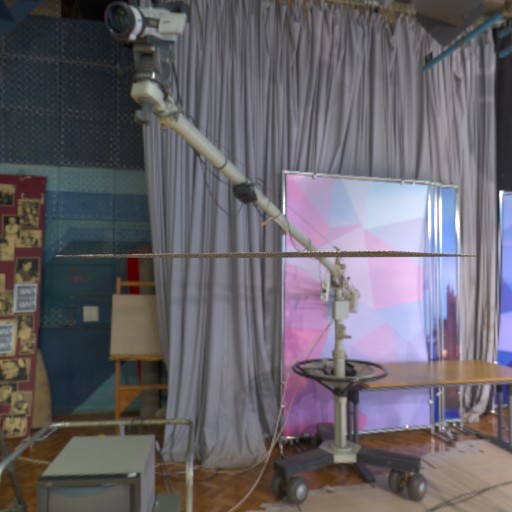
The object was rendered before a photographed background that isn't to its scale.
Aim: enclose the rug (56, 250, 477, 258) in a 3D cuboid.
[{"bbox_3d":[0.000,0.000,3.005,2.435,0.011,1.517,-1,-1,38],"label":"rug"}]
